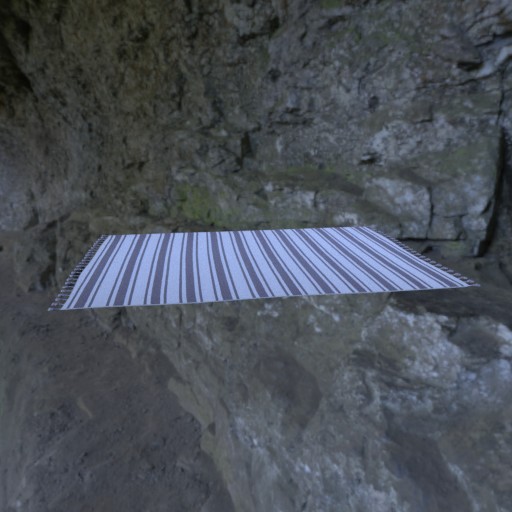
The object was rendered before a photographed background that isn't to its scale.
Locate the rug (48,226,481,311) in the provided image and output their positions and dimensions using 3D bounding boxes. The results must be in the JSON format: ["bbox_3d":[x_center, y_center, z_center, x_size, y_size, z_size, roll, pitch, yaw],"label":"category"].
[{"bbox_3d":[0.000,0.000,3.976,3.040,0.017,2.030,-2,17,-8],"label":"rug"}]
